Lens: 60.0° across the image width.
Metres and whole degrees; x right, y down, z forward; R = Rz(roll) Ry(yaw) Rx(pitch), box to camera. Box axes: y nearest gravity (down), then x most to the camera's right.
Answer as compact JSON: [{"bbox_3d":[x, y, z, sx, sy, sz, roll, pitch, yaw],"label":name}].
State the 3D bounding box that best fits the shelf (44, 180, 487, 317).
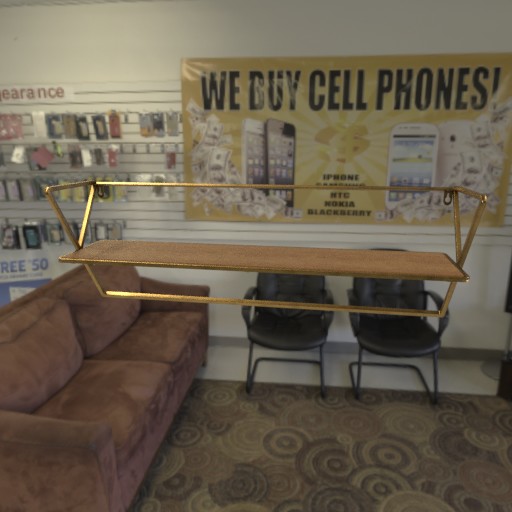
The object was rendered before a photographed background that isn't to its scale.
[{"bbox_3d":[0.000,0.000,0.736,0.645,0.229,0.150,2,14,9],"label":"shelf"}]
